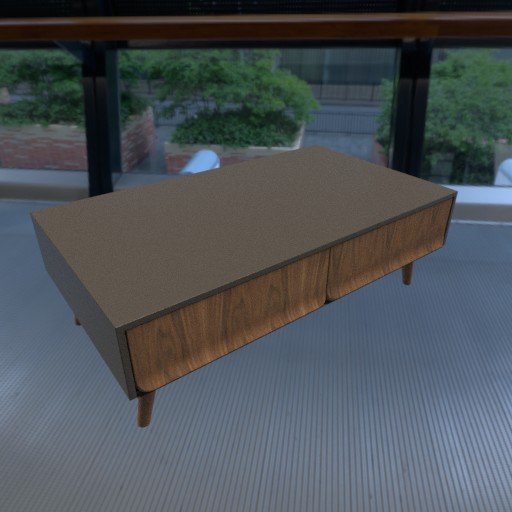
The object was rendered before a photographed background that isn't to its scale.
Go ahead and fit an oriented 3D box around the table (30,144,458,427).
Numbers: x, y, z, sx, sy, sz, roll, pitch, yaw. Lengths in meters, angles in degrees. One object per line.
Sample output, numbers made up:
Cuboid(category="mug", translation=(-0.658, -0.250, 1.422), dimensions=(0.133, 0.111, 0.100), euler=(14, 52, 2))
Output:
Cuboid(category="table", translation=(0.000, 0.000, 1.521), dimensions=(1.201, 0.404, 0.703), euler=(-21, 36, -31))
